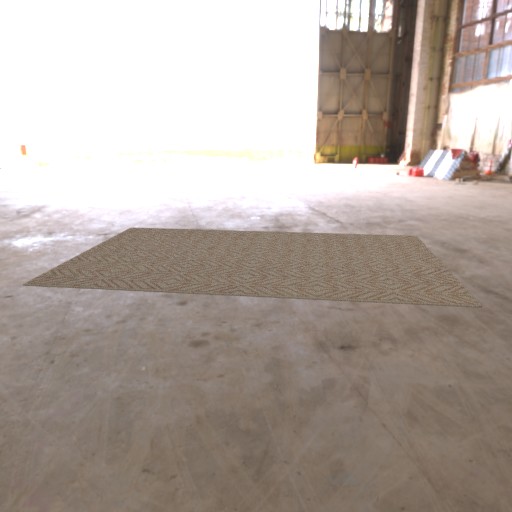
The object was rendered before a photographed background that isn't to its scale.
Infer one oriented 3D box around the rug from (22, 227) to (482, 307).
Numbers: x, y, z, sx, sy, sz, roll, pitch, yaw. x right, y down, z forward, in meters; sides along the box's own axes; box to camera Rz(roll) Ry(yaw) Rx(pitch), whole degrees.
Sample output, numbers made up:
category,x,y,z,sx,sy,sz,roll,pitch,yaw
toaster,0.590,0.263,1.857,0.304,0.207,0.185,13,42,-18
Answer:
category,x,y,z,sx,sy,sz,roll,pitch,yaw
rug,0.000,0.000,3.038,2.438,0.008,1.523,2,16,7
